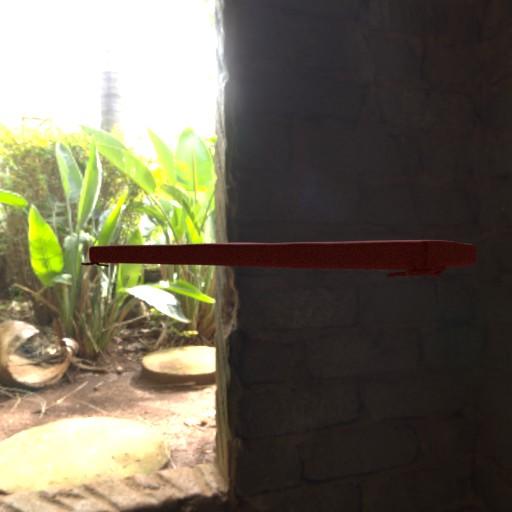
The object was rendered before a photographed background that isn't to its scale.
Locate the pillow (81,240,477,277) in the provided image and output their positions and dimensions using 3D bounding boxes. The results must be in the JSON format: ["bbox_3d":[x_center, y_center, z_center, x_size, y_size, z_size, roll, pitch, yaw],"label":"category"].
[{"bbox_3d":[0.000,0.000,1.355,1.187,0.081,0.492,0,1,37],"label":"pillow"}]
